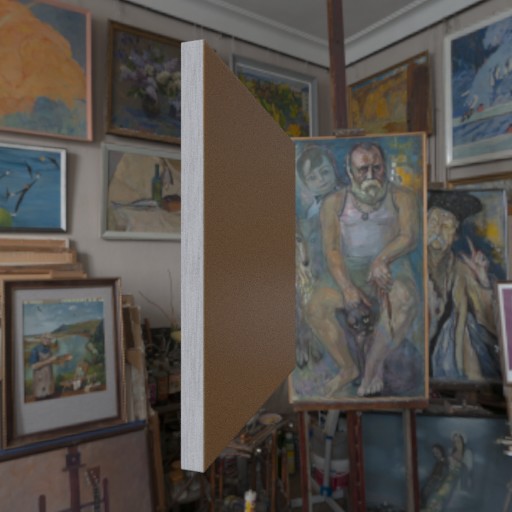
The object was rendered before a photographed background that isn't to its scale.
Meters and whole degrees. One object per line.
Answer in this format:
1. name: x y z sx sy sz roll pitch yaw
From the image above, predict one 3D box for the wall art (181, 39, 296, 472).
1. wall art: 0.000 0.000 1.939 0.078 1.288 1.287 0 0 17
